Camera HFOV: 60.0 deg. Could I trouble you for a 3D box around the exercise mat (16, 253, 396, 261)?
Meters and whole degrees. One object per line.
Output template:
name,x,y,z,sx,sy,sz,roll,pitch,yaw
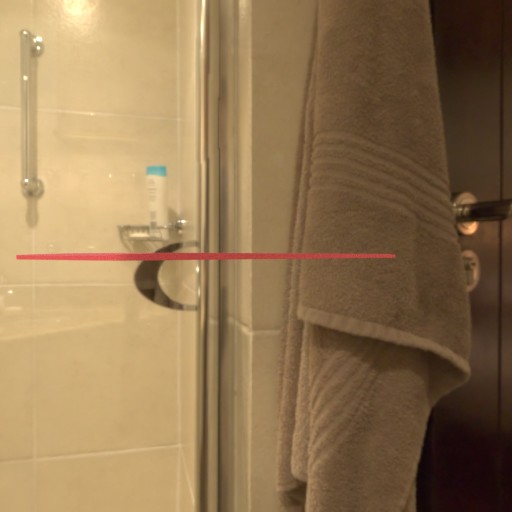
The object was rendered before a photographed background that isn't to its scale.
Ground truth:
exercise mat,0.000,0.000,2.024,0.616,0.021,1.884,0,0,39
